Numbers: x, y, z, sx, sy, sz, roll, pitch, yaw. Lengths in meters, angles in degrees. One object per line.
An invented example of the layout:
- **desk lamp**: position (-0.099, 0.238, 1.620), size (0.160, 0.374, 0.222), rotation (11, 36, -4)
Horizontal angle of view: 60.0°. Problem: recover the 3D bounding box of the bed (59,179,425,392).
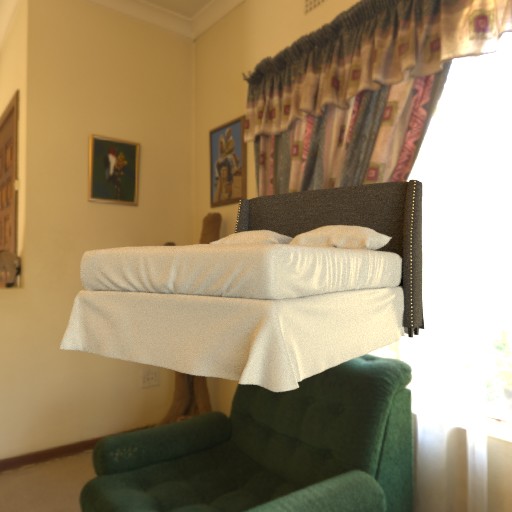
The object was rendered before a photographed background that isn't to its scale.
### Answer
- **bed**: position (0.000, 0.000, 3.440), size (1.925, 1.332, 2.276), rotation (-1, -2, 36)
